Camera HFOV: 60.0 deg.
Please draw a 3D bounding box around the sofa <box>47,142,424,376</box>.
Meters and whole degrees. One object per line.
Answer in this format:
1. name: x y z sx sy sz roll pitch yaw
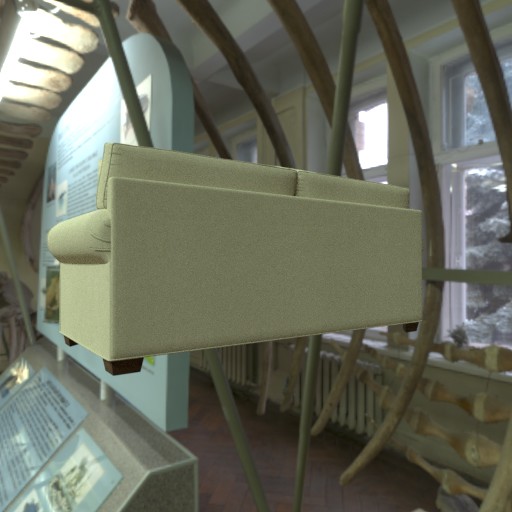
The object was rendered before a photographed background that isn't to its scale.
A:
1. sofa: 0.000 0.000 2.636 2.146 0.962 0.901 1 -1 -35
